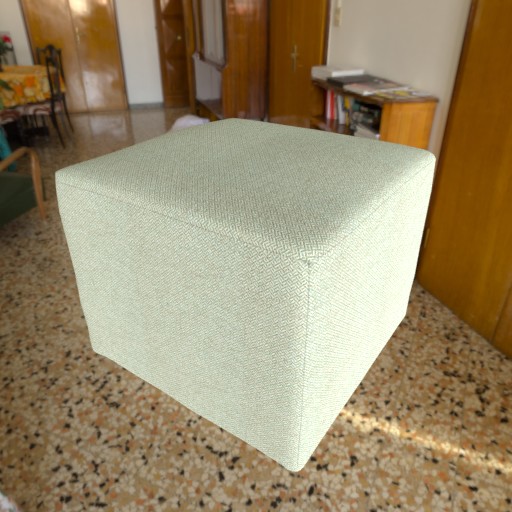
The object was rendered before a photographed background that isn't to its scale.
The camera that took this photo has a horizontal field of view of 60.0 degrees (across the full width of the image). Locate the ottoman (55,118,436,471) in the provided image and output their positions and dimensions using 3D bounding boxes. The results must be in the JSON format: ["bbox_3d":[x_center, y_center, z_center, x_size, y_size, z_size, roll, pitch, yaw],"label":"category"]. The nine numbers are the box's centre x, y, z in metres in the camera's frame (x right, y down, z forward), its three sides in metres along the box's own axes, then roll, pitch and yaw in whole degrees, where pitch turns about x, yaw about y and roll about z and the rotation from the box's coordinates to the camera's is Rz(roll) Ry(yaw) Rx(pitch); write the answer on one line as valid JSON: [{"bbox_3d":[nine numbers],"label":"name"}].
[{"bbox_3d":[0.000,0.000,0.898,0.521,0.453,0.512,19,35,30],"label":"ottoman"}]
